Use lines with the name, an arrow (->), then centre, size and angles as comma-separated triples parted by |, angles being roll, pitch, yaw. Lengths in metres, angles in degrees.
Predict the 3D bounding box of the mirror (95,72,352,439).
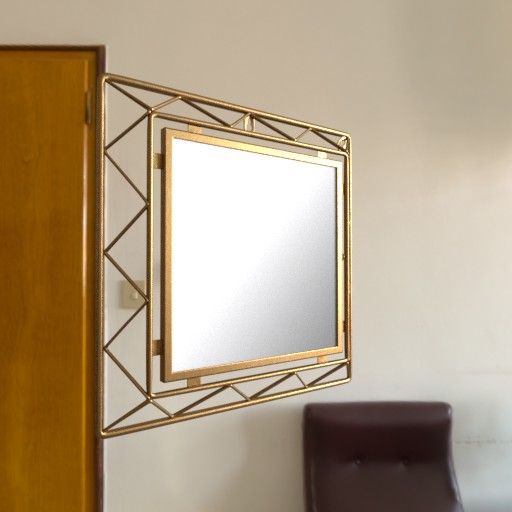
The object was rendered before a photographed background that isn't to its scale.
mirror -> 0.000, 0.000, 0.602 | 0.416, 0.414, 0.046 | 1, -1, -36
